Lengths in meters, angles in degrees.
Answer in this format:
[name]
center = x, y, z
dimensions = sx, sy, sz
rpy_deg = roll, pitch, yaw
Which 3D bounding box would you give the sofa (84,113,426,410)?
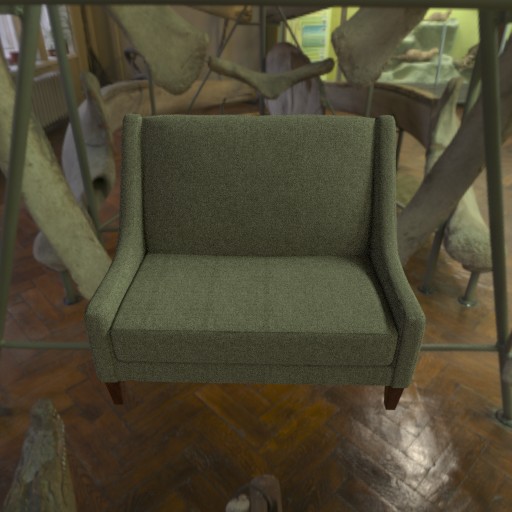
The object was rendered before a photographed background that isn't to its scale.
[sofa]
center = 0.000, 0.000, 1.907
dimensions = 1.242, 1.021, 0.870
rpy_deg = 1, 31, 1
